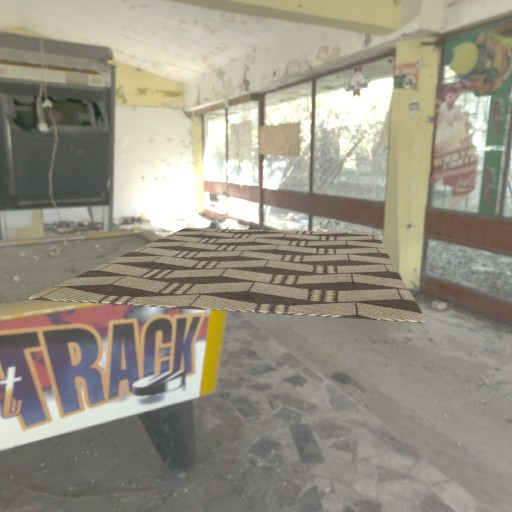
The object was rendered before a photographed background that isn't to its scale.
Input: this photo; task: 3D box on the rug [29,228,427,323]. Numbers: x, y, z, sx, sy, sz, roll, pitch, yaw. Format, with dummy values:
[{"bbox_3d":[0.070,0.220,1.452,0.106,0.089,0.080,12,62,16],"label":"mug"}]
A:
[{"bbox_3d":[0.000,0.000,4.090,2.438,0.016,3.048,2,12,10],"label":"rug"}]
